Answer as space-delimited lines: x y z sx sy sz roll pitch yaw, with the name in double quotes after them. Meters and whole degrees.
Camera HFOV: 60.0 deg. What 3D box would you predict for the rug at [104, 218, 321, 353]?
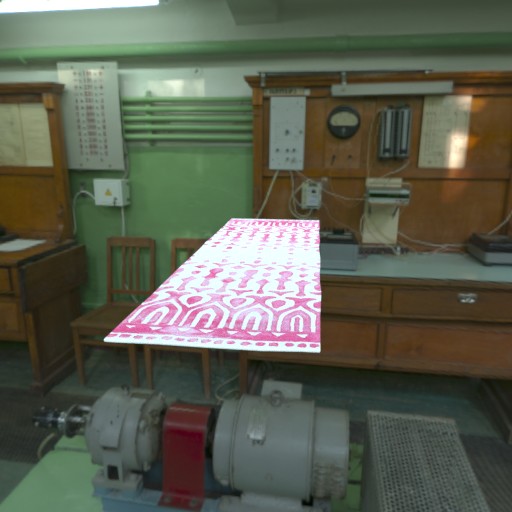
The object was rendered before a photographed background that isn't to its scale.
0.000 0.000 2.719 0.787 0.011 2.458 2 15 8 "rug"
